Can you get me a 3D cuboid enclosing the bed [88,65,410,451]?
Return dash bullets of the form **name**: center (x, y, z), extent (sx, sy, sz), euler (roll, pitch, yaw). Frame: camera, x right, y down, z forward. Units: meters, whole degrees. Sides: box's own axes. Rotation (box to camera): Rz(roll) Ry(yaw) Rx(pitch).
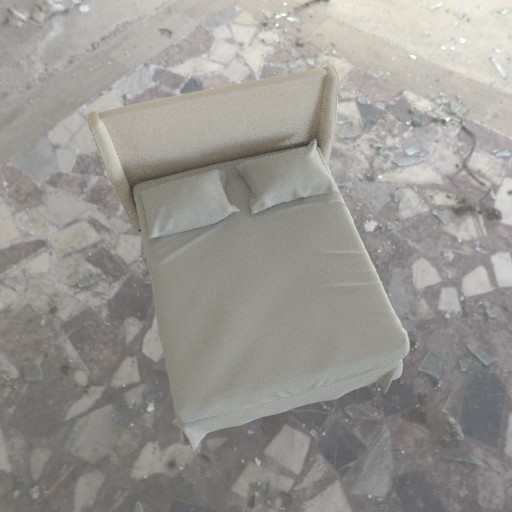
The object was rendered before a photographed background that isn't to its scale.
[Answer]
- **bed**: center (0.000, 0.000, 3.375), extent (1.925, 1.332, 2.276), euler (-14, 62, -7)
